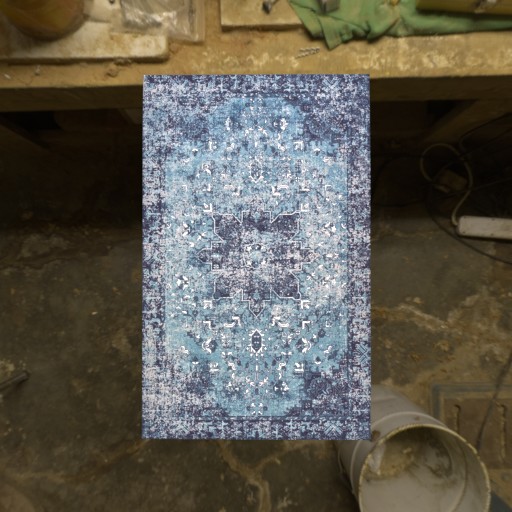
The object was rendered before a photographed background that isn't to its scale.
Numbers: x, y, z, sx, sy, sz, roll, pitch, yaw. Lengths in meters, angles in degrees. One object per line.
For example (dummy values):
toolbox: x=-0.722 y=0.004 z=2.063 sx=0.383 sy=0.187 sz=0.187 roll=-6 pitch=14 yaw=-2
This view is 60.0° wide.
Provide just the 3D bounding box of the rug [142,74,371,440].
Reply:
rug: x=0.000 y=0.000 z=2.961 sx=1.525 sy=0.007 sz=2.440 roll=0 pitch=89 yaw=1
